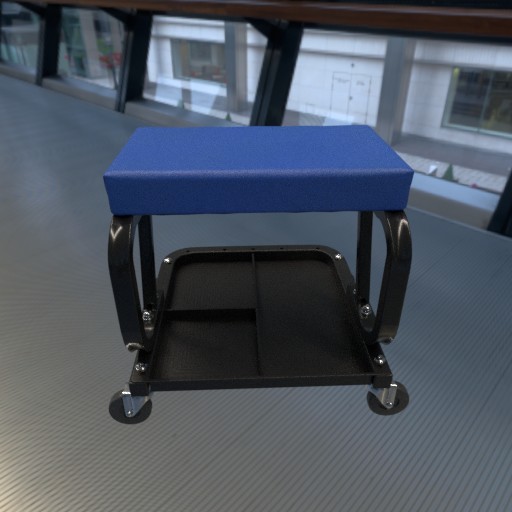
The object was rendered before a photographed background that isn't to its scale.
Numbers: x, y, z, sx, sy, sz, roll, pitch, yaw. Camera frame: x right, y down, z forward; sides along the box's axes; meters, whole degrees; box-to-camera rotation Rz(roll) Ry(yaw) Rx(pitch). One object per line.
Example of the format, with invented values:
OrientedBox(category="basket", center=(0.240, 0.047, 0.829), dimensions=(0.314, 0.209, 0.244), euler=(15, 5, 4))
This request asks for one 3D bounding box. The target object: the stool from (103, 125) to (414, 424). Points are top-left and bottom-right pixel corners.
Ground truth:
OrientedBox(category="stool", center=(0.000, 0.000, 0.720), dimensions=(0.446, 0.380, 0.371), euler=(-1, 31, -2))
